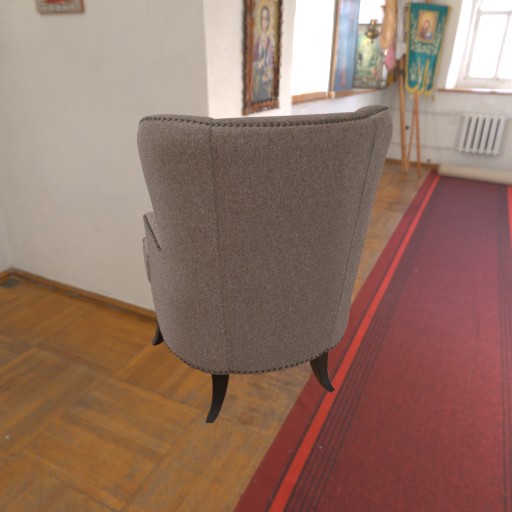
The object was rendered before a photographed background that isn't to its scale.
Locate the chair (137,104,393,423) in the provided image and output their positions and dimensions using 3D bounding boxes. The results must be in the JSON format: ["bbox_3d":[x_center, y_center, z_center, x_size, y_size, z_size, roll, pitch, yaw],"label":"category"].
[{"bbox_3d":[0.000,0.000,1.598,0.759,1.060,0.758,-8,27,-17],"label":"chair"}]
